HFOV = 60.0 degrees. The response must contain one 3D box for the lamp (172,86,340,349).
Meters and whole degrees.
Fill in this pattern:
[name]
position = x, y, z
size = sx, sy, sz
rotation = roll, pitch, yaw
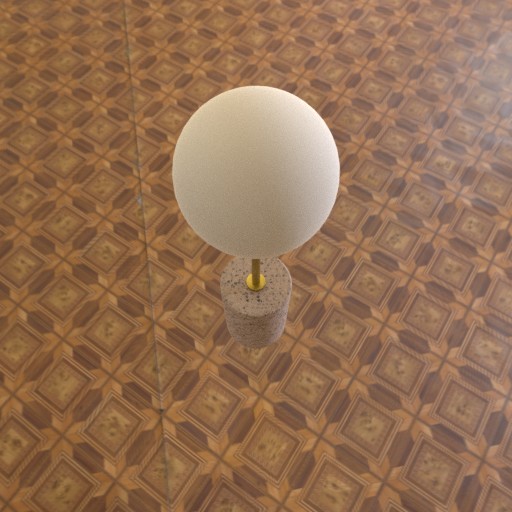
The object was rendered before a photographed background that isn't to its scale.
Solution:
[lamp]
position = 0.000, 0.000, 0.556
size = 0.153, 0.480, 0.153
rotation = 0, 62, 0
